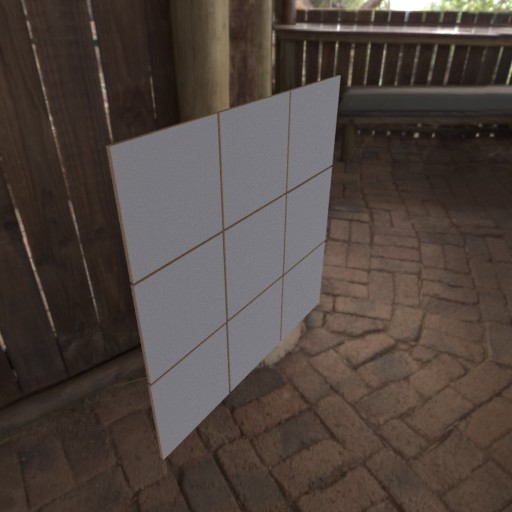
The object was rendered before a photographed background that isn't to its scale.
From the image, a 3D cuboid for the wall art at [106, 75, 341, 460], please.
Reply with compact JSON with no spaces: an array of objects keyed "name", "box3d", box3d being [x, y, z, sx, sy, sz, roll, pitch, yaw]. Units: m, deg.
[{"name":"wall art","box3d":[0.000,0.000,2.251,0.017,1.521,1.527,21,37,30]}]
